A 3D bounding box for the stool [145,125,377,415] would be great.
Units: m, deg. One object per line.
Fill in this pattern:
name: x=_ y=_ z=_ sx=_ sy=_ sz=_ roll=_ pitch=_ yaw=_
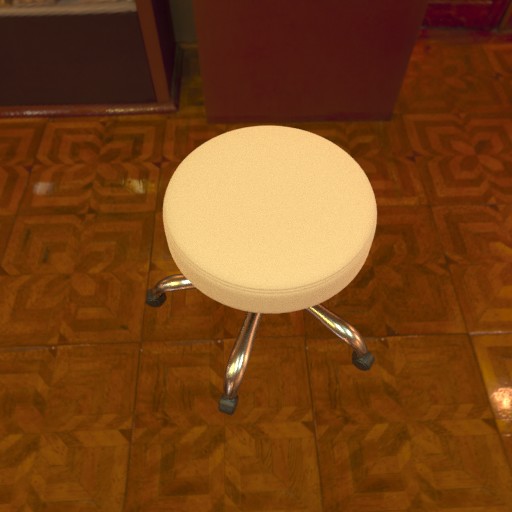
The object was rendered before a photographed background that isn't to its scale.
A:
stool: x=0.000 y=0.000 z=1.057 sx=0.614 sy=0.482 sz=0.634 roll=0 pitch=57 yaw=0
